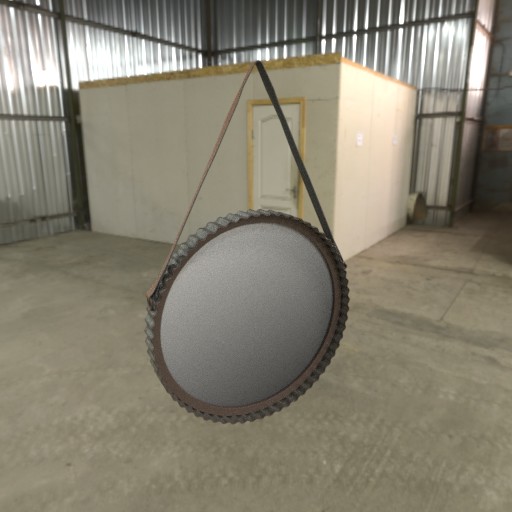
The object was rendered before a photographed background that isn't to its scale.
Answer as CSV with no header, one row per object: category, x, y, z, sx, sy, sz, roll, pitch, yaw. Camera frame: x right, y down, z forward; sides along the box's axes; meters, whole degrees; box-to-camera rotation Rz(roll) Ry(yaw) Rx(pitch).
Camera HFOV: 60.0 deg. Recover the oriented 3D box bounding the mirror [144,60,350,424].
mirror,0.000,0.000,0.697,0.355,0.568,0.042,-8,17,-27
